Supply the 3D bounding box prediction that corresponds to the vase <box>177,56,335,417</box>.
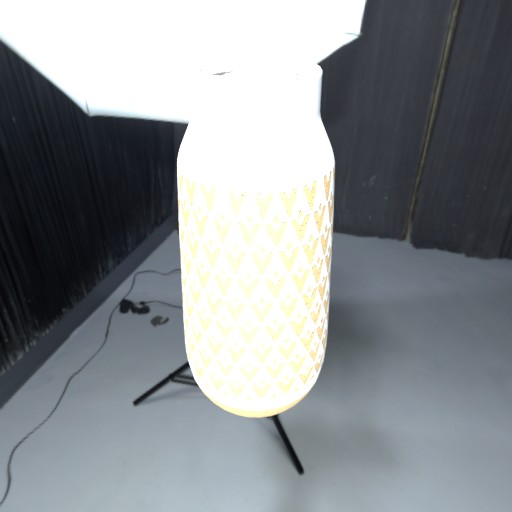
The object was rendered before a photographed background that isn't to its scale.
[{"bbox_3d":[0.000,0.000,0.385,0.137,0.307,0.137,0,33,0],"label":"vase"}]
